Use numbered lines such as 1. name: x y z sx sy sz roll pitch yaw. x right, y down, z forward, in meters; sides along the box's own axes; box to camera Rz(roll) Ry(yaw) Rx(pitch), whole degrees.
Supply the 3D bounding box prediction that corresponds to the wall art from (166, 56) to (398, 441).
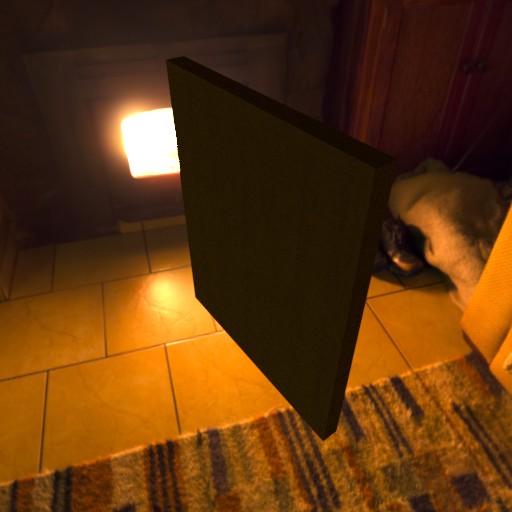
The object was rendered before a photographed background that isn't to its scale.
1. wall art: 0.000 0.000 0.773 0.034 0.552 0.455 -25 46 -27
